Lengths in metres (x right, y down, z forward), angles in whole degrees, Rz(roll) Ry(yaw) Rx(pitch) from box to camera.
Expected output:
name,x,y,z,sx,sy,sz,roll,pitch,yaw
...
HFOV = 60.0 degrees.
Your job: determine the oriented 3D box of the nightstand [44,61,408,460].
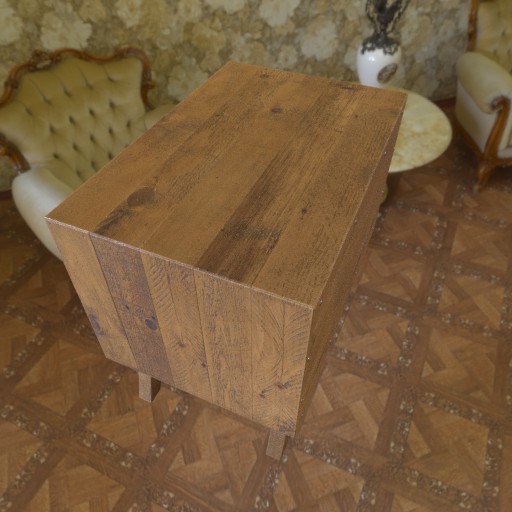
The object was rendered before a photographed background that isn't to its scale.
name,x,y,z,sx,sy,sz,roll,pitch,yaw
nightstand,0.000,0.000,1.042,0.450,0.599,0.650,17,48,16
